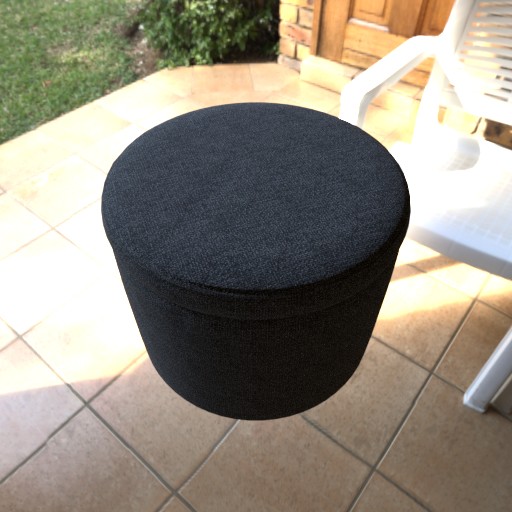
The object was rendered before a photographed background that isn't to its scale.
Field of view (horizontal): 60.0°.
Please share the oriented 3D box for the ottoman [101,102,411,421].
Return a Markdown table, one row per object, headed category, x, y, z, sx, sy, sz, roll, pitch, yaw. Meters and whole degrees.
| category | x | y | z | sx | sy | sz | roll | pitch | yaw |
| --- | --- | --- | --- | --- | --- | --- | --- | --- | --- |
| ottoman | 0.000 | 0.000 | 0.890 | 0.520 | 0.430 | 0.520 | 0 | 47 | 0 |
